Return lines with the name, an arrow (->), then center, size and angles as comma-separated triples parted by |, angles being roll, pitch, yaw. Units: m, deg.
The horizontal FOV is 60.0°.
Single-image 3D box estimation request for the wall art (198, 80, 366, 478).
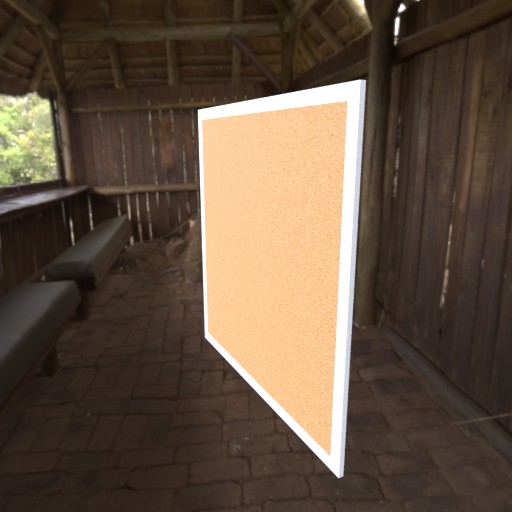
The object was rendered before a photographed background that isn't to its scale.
wall art -> 0.000, 0.000, 0.837 | 0.009, 0.559, 0.558 | -7, 16, -26
